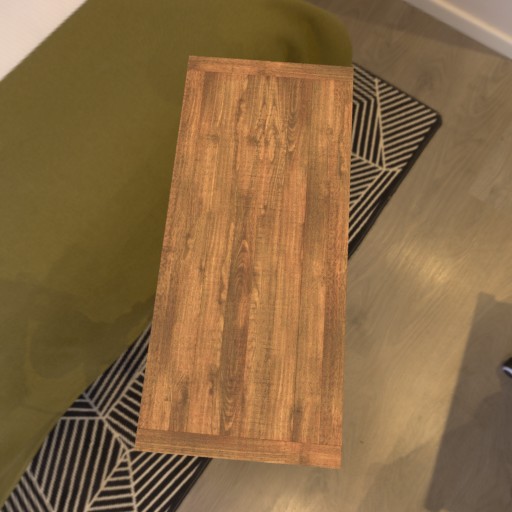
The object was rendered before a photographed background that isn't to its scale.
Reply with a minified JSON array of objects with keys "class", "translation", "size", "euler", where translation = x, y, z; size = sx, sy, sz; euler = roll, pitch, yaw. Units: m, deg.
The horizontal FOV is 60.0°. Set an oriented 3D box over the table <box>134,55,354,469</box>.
[{"class":"table","translation":[0.000,0.000,2.540],"size":[0.907,0.733,2.031],"euler":[5,76,1]}]
